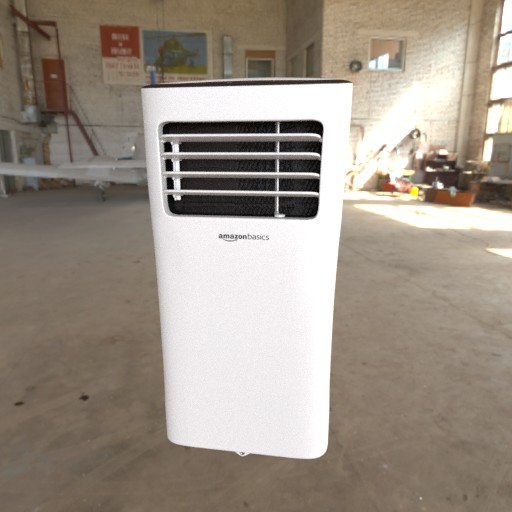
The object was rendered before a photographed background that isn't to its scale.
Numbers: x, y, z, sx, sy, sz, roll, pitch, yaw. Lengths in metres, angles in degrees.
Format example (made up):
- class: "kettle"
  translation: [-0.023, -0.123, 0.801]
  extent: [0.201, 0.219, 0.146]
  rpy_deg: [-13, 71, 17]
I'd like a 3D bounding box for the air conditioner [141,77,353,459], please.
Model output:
- class: "air conditioner"
  translation: [0.000, 0.000, 0.916]
  extent: [0.352, 0.716, 0.369]
  rpy_deg: [2, 13, 9]
